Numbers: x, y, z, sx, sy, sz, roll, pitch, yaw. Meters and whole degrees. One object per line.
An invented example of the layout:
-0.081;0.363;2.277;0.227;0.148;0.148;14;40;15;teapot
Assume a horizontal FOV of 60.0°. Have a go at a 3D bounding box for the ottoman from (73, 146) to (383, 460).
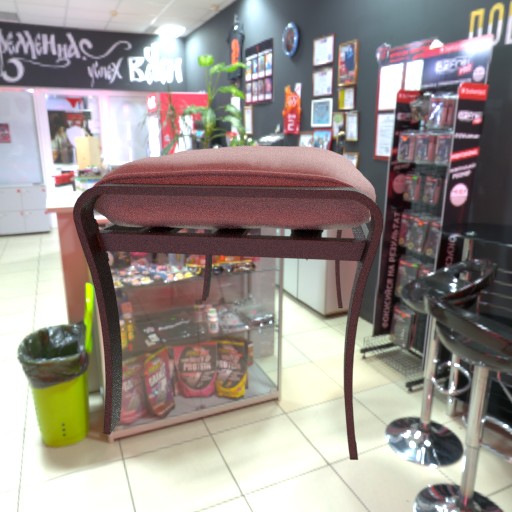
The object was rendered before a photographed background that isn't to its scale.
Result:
0.000;0.000;0.892;0.406;0.422;0.610;2;16;8;ottoman
